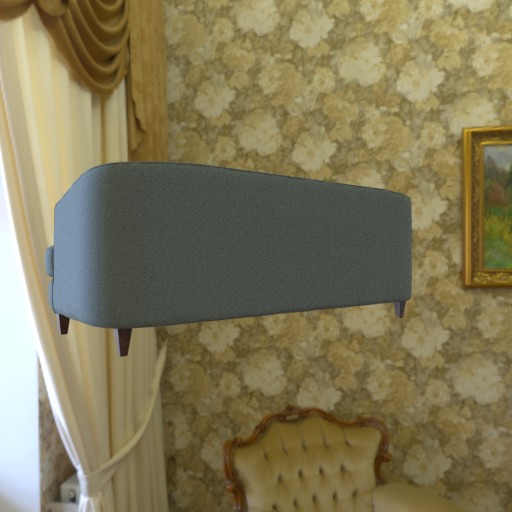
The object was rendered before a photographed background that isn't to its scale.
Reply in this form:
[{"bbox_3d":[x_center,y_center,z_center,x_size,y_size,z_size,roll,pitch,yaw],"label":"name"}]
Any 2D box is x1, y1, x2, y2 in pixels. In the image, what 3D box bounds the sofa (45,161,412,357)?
[{"bbox_3d":[0.000,0.000,2.769,2.278,0.855,0.941,0,0,-36],"label":"sofa"}]
